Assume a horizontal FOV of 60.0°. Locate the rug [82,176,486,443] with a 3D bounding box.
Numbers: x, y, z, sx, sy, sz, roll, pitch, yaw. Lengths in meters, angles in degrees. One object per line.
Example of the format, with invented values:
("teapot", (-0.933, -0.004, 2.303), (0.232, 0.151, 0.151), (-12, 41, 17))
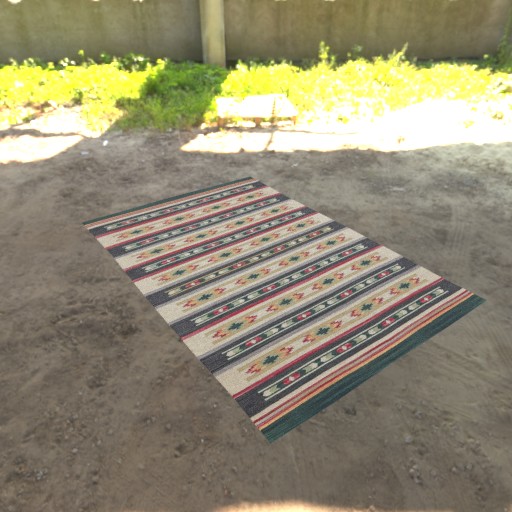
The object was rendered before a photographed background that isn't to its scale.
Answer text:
("rug", (0.000, 0.000, 2.297), (1.221, 0.009, 1.825), (-21, 38, -30))
